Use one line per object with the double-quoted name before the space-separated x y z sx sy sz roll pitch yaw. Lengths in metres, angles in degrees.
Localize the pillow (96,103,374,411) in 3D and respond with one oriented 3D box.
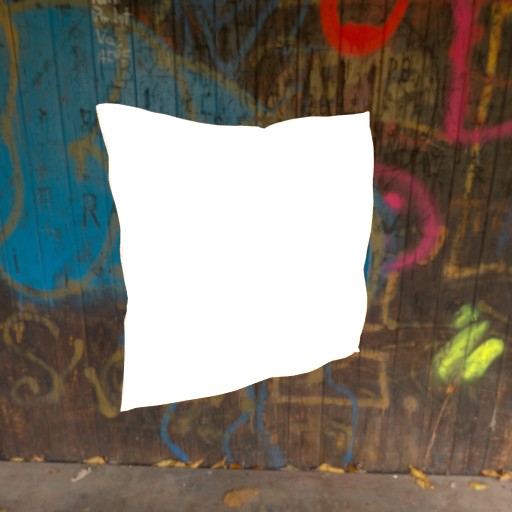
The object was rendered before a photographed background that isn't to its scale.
"pillow" 0.000 0.000 0.701 0.450 0.448 0.245 -8 18 -25
